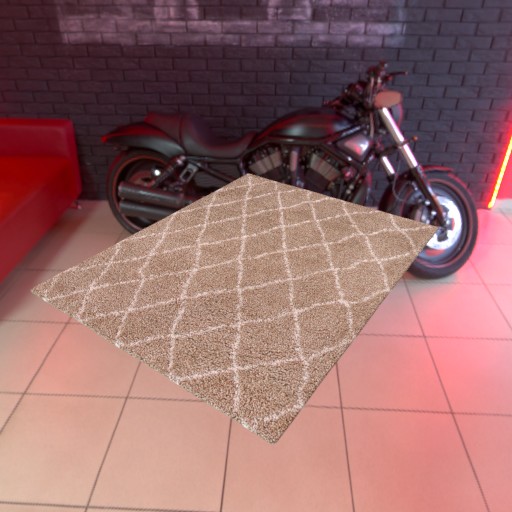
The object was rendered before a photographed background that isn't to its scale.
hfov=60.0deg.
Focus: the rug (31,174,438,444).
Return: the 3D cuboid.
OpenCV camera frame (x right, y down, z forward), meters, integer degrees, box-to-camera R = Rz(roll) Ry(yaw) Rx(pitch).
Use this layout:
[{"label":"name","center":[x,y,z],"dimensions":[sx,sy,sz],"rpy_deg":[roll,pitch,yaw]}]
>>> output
[{"label":"rug","center":[0.000,0.000,4.113],"dimensions":[2.438,0.029,3.047],"rpy_deg":[21,39,29]}]
